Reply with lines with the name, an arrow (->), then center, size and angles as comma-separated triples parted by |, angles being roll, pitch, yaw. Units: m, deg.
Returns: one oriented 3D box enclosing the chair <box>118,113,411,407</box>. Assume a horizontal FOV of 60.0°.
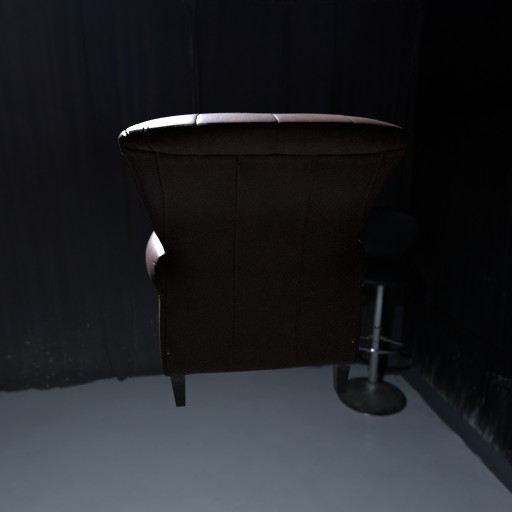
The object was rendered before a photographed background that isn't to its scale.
chair -> 0.000, 0.000, 1.944 | 0.979, 1.162, 1.031 | -2, 16, -7
